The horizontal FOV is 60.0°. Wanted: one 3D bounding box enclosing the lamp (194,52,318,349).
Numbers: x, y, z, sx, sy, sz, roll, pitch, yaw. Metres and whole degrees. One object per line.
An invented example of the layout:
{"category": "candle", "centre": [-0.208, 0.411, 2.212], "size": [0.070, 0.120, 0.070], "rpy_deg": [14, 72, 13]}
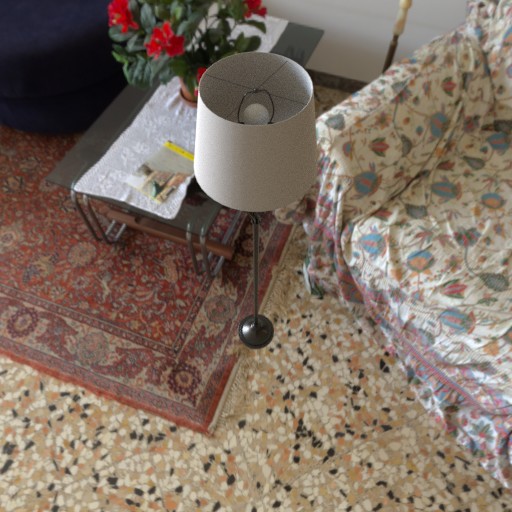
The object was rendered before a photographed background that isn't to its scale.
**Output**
{"category": "lamp", "centre": [0.000, 0.000, 1.809], "size": [0.379, 1.623, 0.379], "rpy_deg": [0, 58, 0]}
